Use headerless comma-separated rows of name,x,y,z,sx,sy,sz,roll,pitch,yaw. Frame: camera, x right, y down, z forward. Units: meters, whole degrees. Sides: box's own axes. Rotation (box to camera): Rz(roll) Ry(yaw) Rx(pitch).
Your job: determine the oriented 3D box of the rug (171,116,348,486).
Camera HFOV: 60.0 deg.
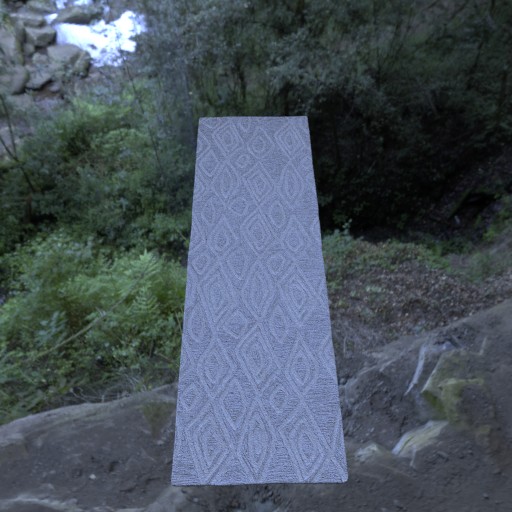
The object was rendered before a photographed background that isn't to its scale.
rug,0.000,0.000,2.639,0.807,0.013,2.436,-1,58,0
